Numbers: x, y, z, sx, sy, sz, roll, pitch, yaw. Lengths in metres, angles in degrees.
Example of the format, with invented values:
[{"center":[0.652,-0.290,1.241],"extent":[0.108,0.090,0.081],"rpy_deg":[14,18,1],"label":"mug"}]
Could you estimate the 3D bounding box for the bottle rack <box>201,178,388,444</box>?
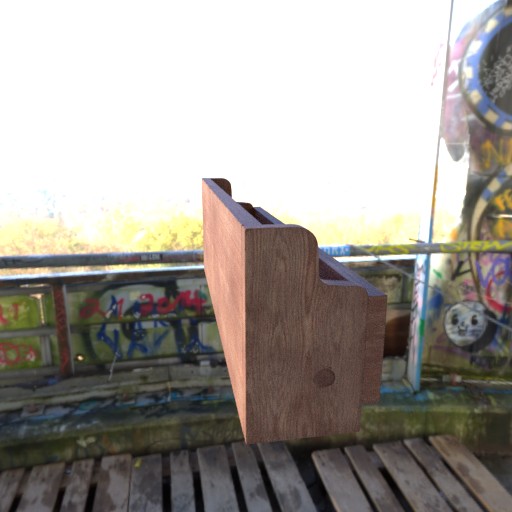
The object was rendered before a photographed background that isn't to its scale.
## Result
[{"center":[0.000,0.000,0.675],"extent":[0.126,0.196,0.608],"rpy_deg":[-2,14,-10],"label":"bottle rack"}]
